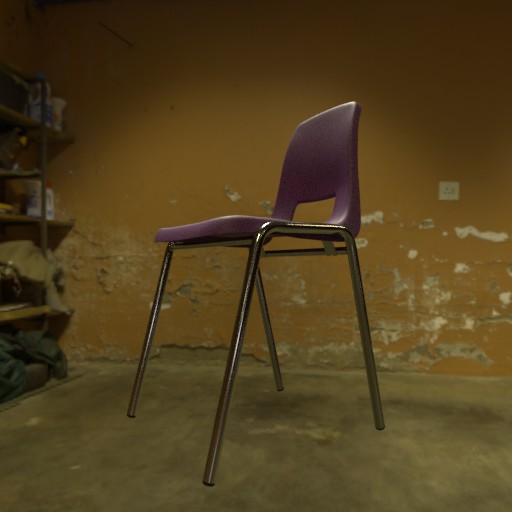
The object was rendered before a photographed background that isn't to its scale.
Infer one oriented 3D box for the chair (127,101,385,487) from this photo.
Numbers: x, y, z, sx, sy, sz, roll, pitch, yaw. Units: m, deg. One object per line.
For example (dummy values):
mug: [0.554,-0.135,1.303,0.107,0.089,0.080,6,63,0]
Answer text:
chair: [0.000,0.000,0.939,0.432,0.704,0.381,1,-2,-34]
